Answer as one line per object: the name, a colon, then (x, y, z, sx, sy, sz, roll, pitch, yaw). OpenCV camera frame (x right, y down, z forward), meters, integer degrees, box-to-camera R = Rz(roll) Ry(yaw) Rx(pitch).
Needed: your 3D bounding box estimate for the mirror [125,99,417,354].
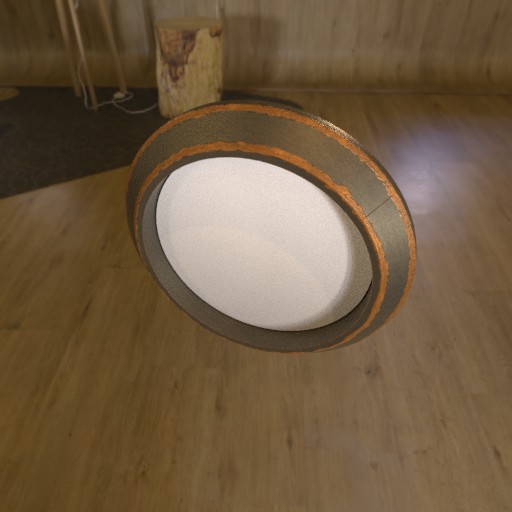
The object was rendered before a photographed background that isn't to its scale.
mirror: (0.000, 0.000, 1.337, 0.907, 0.907, 0.111, 12, 41, 14)
